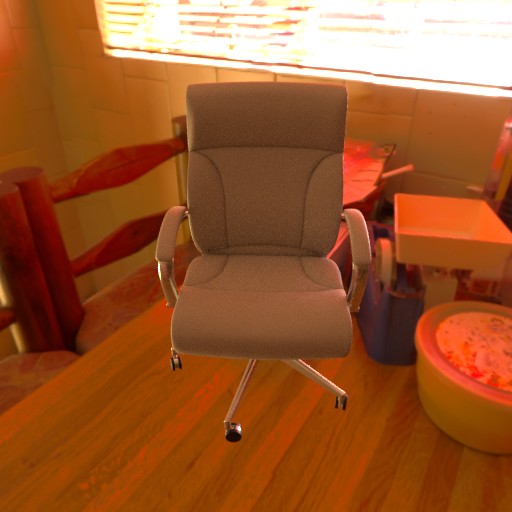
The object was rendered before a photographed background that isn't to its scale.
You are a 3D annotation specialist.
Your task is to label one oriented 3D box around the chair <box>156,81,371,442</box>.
[{"bbox_3d":[0.000,0.000,1.603,0.727,1.099,0.745,1,31,2],"label":"chair"}]
